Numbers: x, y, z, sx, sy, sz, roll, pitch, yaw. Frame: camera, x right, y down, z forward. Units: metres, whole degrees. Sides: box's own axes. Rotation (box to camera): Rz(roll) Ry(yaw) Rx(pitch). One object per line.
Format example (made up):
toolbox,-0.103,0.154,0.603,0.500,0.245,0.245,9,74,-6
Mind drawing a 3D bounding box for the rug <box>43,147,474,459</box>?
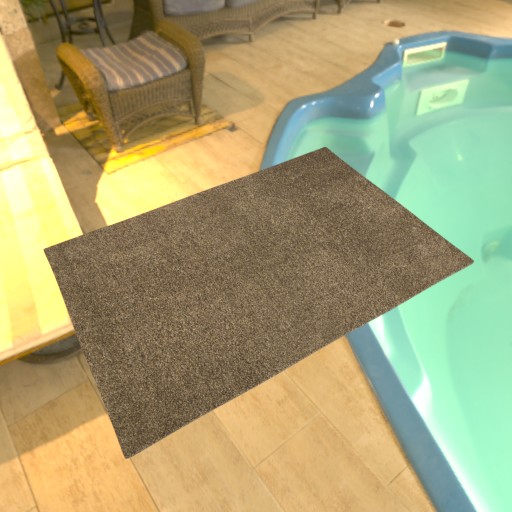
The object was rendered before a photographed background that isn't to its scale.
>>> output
rug,0.000,0.000,3.331,2.699,0.026,1.802,-24,51,-21
